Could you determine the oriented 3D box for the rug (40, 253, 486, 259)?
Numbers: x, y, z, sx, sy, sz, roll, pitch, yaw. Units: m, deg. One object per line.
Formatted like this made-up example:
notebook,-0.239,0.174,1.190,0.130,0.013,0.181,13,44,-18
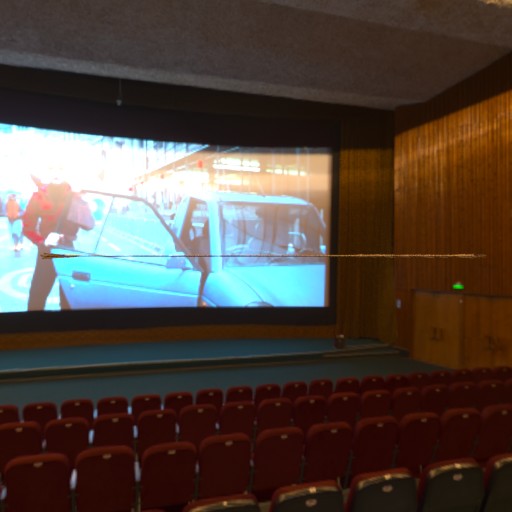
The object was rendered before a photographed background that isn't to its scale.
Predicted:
rug,0.000,0.000,2.458,2.021,0.027,1.224,0,0,-17
